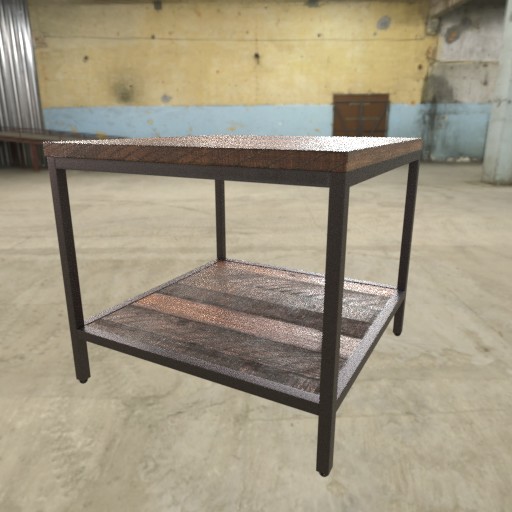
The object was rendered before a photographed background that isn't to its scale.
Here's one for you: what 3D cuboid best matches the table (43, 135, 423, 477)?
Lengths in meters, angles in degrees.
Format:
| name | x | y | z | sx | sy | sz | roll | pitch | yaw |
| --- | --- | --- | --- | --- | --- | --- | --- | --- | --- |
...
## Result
| name | x | y | z | sx | sy | sz | roll | pitch | yaw |
| --- | --- | --- | --- | --- | --- | --- | --- | --- | --- |
| table | 0.000 | 0.000 | 0.949 | 0.548 | 0.482 | 0.553 | 9 | 19 | 27 |
